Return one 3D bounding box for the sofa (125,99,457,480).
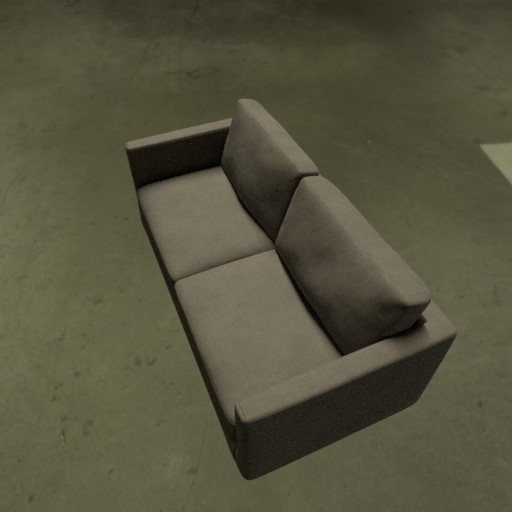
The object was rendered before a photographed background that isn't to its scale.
[{"bbox_3d":[0.000,0.000,2.381,0.950,0.963,1.884,-18,49,-16],"label":"sofa"}]
